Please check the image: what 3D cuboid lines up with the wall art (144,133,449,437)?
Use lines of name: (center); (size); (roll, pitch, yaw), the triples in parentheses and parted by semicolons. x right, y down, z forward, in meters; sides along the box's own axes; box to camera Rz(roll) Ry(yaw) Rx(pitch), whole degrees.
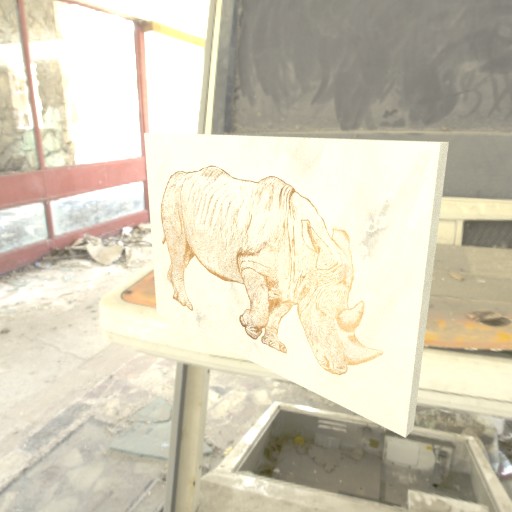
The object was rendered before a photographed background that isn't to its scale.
wall art: (0.000, 0.000, 1.171); (0.915, 0.610, 0.038); (15, 23, 41)
